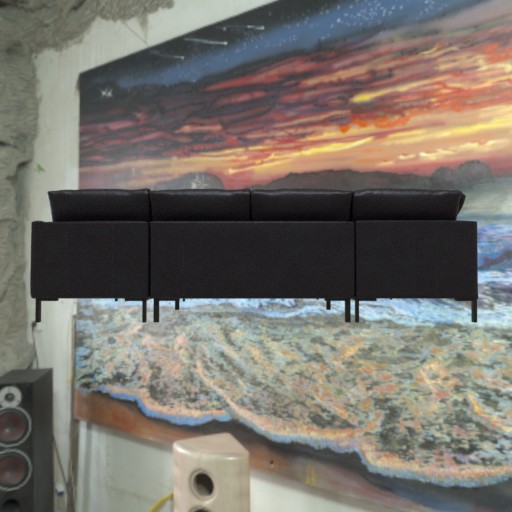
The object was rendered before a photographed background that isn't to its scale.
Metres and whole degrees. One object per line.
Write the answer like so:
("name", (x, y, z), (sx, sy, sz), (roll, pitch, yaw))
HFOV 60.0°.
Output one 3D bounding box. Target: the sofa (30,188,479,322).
("sofa", (0.000, 0.000, 3.833), (2.956, 0.900, 1.939), (0, -1, 0))
